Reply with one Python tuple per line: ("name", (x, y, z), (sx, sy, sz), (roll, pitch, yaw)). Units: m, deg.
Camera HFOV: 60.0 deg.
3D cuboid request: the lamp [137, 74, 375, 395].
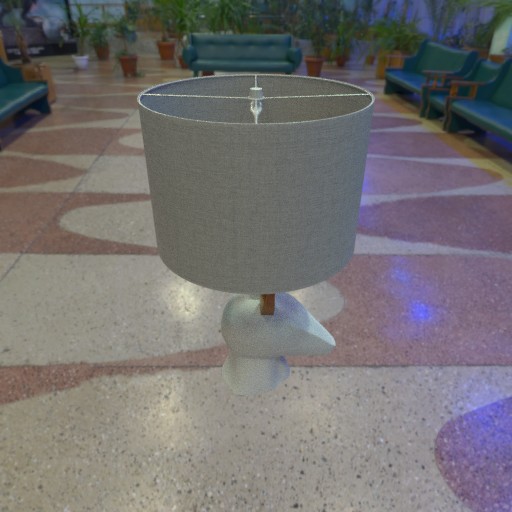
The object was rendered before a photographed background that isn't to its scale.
("lamp", (0.000, 0.000, 0.700), (0.298, 0.503, 0.298), (0, 31, 0))
